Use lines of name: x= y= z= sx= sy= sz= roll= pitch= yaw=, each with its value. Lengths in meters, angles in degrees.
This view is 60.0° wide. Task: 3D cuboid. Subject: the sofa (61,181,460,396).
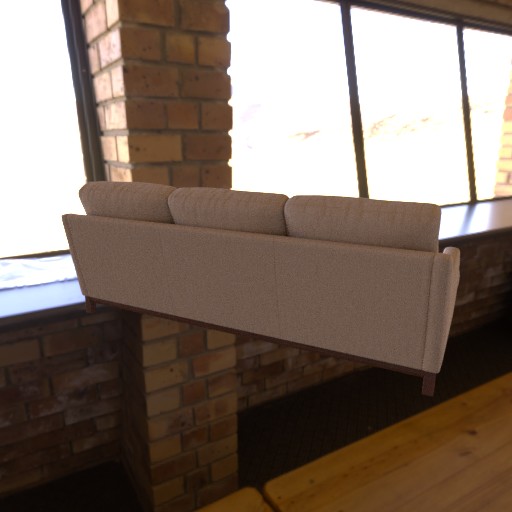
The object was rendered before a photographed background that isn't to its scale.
sofa: x=0.000 y=0.000 z=2.795 sx=2.321 sy=0.913 sz=1.000 roll=8 pitch=17 yaw=26
